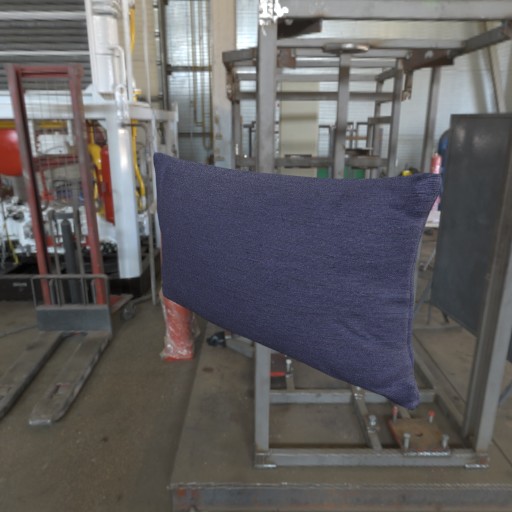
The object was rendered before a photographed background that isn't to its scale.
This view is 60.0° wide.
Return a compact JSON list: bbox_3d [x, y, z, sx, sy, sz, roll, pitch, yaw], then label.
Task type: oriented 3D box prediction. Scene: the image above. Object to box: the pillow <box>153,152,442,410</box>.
[{"bbox_3d":[0.000,0.000,0.795,0.633,0.338,0.210,16,23,42],"label":"pillow"}]
